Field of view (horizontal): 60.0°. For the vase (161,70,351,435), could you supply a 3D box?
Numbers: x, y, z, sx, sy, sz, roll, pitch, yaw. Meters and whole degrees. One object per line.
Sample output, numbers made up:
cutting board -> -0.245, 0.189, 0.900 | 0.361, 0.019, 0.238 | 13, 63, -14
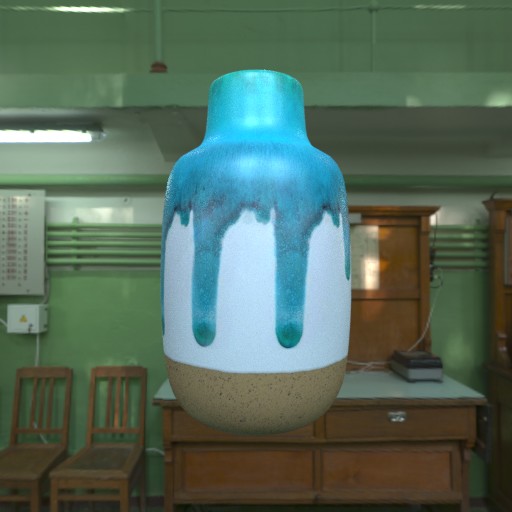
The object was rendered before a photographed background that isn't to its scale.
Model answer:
vase -> 0.000, 0.000, 0.252 | 0.106, 0.192, 0.106 | 0, -1, 0
